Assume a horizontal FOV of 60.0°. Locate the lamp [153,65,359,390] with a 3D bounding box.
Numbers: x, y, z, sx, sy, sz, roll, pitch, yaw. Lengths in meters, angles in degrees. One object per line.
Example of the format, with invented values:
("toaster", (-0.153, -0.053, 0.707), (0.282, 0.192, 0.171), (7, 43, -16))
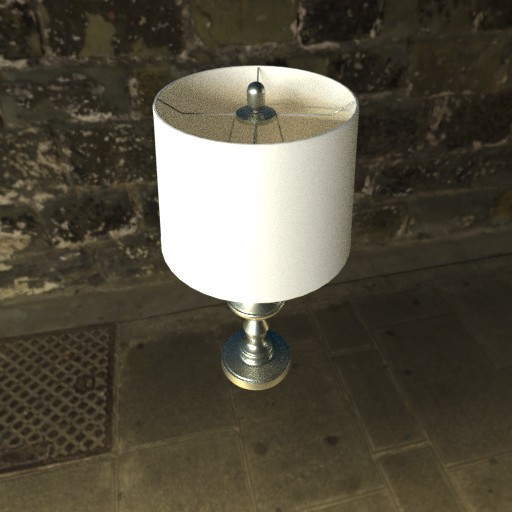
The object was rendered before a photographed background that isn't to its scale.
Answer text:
("lamp", (0.000, 0.000, 0.946), (0.383, 0.733, 0.383), (0, 41, 0))
